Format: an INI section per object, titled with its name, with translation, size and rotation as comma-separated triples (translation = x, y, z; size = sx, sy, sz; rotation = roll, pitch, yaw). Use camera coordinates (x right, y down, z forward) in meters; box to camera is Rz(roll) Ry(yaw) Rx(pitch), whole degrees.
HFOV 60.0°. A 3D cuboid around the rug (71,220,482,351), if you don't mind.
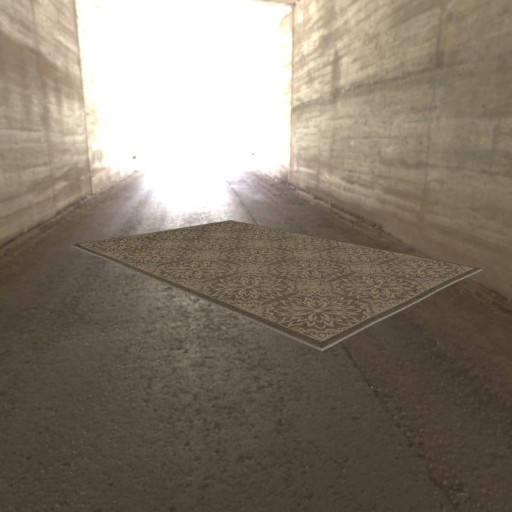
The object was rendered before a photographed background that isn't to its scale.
[rug]
translation = 0.000, 0.000, 3.491
size = 1.819, 0.018, 2.746
rotation = -13, 20, -42
